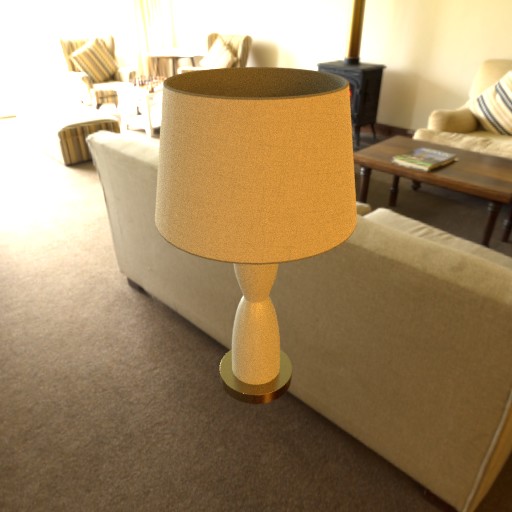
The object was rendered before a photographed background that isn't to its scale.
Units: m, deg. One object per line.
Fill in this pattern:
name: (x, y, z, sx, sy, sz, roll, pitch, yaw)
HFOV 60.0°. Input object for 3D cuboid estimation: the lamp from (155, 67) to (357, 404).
lamp: (0.000, 0.000, 0.729, 0.309, 0.545, 0.309, 0, 30, 0)
